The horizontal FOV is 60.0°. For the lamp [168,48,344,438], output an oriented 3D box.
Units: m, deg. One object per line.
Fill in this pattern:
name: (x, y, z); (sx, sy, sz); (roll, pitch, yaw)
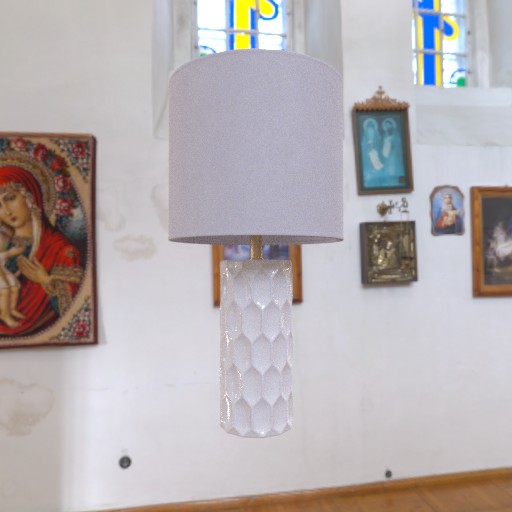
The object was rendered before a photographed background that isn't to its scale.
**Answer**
lamp: (0.000, 0.000, 0.711); (0.277, 0.537, 0.277); (-1, -2, 36)
